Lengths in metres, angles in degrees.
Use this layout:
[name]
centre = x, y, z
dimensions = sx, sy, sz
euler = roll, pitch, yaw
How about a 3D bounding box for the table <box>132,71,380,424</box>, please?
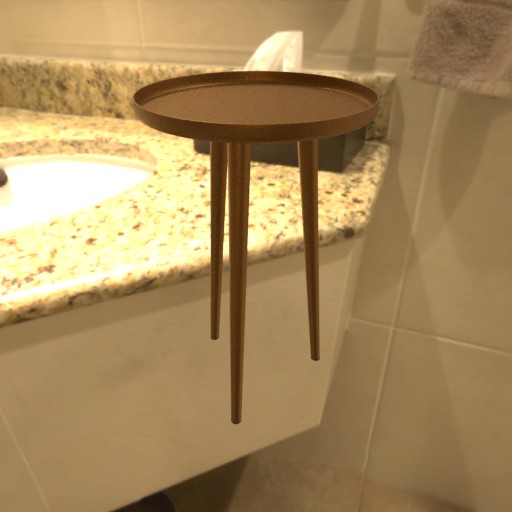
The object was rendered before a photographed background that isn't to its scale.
[table]
centre = 0.000, 0.000, 0.675
dimensions = 0.299, 0.480, 0.299
euler = -9, 33, -14
